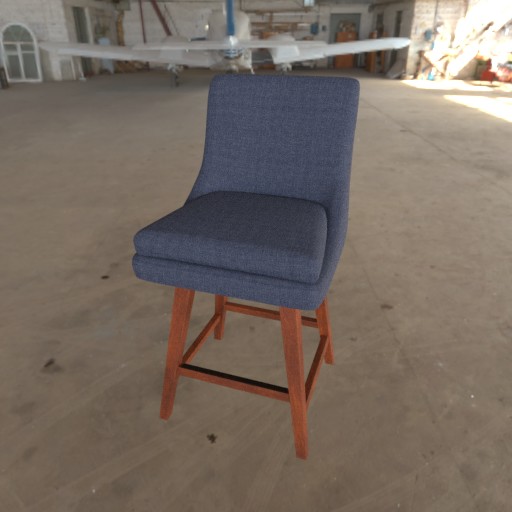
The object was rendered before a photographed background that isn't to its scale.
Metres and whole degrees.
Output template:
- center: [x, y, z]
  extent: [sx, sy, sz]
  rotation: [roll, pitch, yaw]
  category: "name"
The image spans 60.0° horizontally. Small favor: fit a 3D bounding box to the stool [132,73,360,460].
- center: [0.000, 0.000, 1.226]
  extent: [0.467, 0.895, 0.524]
  rotation: [9, 28, 17]
  category: "stool"
